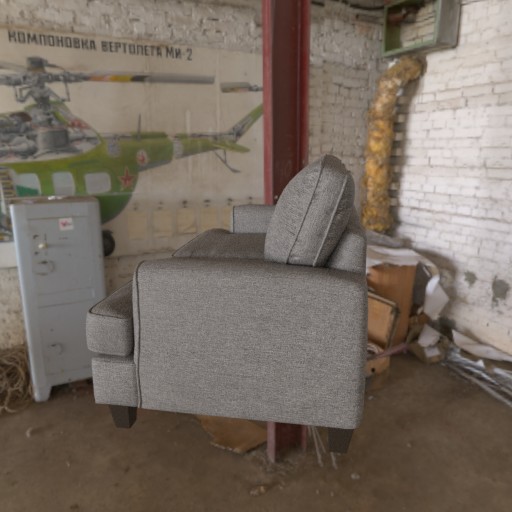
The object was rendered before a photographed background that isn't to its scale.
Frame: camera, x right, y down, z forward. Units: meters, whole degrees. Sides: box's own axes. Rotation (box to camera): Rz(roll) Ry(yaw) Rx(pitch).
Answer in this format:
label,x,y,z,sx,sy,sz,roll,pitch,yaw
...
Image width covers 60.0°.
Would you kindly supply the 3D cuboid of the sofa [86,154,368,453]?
label,x,y,z,sx,sy,sz,roll,pitch,yaw
sofa,0.000,0.000,2.183,0.965,0.965,1.651,2,14,9
